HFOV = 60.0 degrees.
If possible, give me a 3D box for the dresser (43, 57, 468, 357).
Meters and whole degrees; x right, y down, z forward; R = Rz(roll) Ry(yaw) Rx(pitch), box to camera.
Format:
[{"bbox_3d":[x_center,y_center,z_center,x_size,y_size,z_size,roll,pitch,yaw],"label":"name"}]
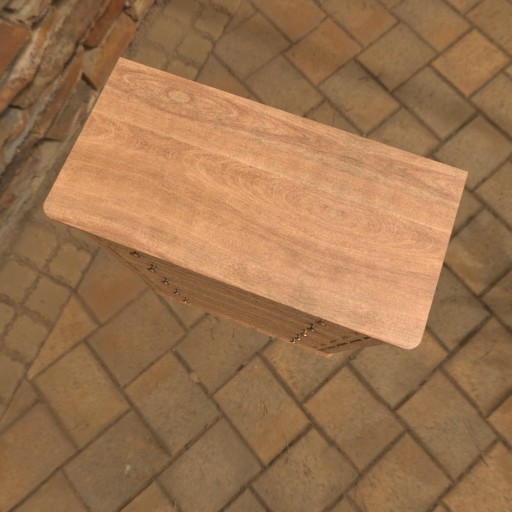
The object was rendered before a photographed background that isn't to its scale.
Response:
[{"bbox_3d":[0.000,0.000,1.753,0.973,1.318,0.484,20,77,5],"label":"dresser"}]
